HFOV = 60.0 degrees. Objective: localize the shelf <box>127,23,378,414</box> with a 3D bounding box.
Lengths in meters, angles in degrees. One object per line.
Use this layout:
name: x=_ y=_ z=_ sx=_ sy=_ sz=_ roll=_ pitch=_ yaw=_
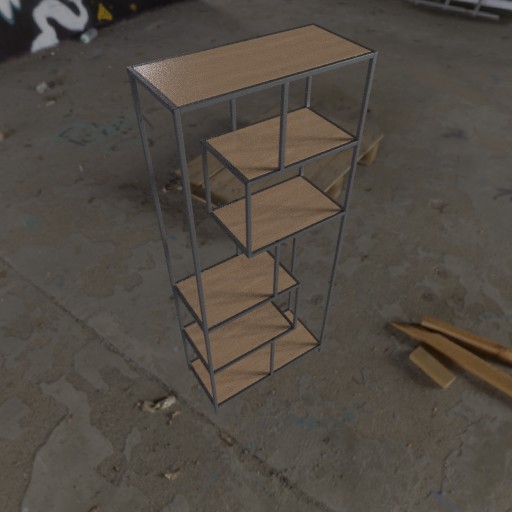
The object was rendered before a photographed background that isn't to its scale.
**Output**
shelf: x=0.000 y=0.000 z=2.126 sx=0.770 sy=1.850 sz=0.350 roll=-25 pitch=50 yaw=-23
